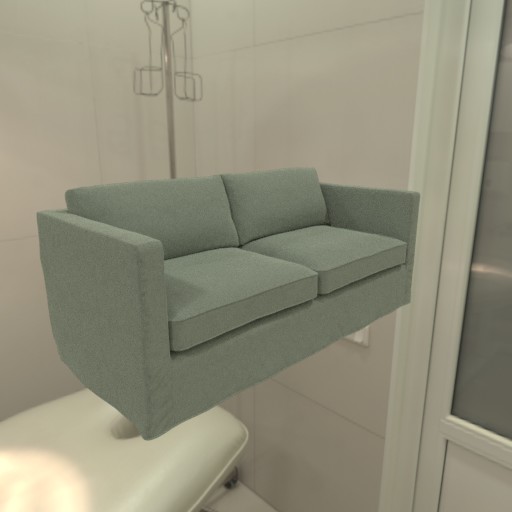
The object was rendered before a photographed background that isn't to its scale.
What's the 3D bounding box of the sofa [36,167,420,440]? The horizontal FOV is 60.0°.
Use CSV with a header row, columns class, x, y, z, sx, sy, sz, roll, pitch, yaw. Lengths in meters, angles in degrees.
class,x,y,z,sx,sy,sz,roll,pitch,yaw
sofa,0.000,0.000,2.457,1.987,0.870,0.940,-15,21,-42
